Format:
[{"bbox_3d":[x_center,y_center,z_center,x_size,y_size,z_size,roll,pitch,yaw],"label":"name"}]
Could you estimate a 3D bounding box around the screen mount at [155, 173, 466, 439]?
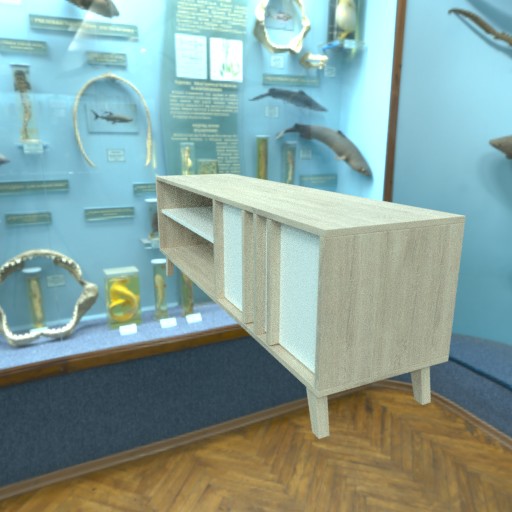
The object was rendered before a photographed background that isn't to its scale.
[{"bbox_3d":[0.000,0.000,1.696,0.400,0.510,1.500,-7,16,-24],"label":"screen mount"}]
